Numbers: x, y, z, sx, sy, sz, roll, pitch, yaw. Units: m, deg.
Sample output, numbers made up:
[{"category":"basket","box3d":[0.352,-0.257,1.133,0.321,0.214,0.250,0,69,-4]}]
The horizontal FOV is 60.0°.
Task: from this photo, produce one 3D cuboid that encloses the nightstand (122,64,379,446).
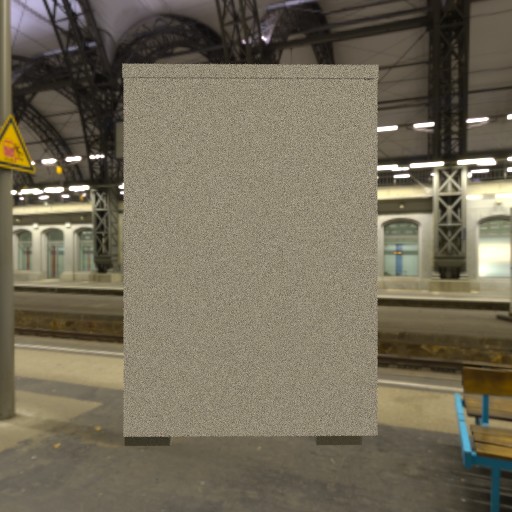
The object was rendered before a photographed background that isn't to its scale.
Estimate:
[{"category":"nightstand","box3d":[0.000,0.000,0.753,0.325,0.460,0.441,0,0,-1]}]
